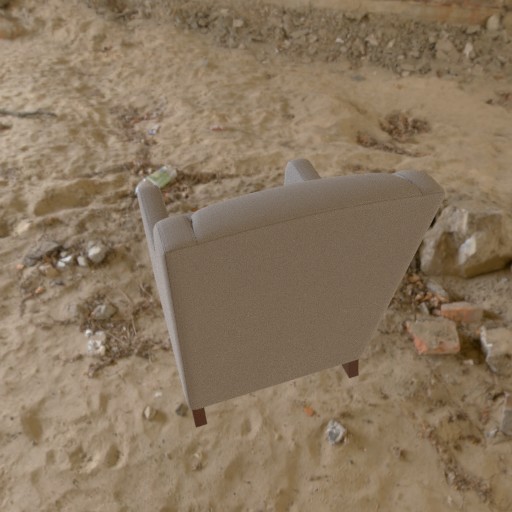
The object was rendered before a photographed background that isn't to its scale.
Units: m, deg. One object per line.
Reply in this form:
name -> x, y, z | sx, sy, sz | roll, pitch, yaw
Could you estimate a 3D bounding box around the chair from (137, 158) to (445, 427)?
chair -> 0.000, 0.000, 1.615 | 0.715, 1.010, 0.863 | -13, 43, -14
